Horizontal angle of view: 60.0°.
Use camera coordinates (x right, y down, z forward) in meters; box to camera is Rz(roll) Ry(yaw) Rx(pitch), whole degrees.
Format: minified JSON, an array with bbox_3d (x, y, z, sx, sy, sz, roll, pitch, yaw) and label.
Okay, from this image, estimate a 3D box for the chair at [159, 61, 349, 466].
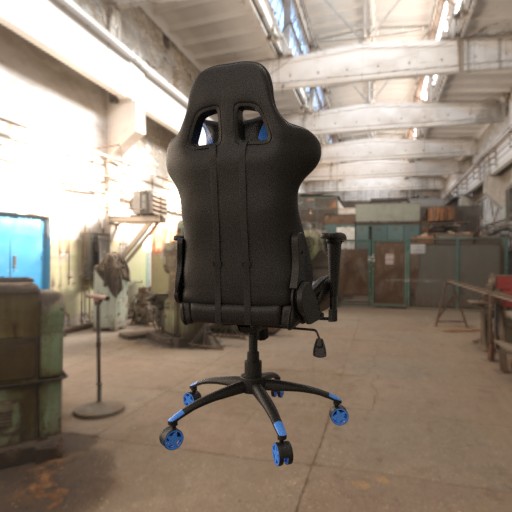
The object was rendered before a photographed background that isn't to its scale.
[{"bbox_3d":[0.000,0.000,1.729,0.695,1.282,0.730,0,-1,18],"label":"chair"}]
